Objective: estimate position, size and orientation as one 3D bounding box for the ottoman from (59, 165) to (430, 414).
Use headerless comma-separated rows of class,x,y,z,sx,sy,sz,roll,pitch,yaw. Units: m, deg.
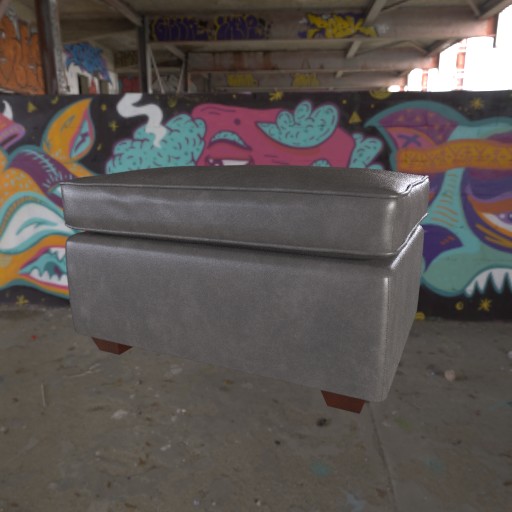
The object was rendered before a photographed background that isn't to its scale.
ottoman,0.000,0.000,1.108,0.756,0.445,0.554,6,14,25
